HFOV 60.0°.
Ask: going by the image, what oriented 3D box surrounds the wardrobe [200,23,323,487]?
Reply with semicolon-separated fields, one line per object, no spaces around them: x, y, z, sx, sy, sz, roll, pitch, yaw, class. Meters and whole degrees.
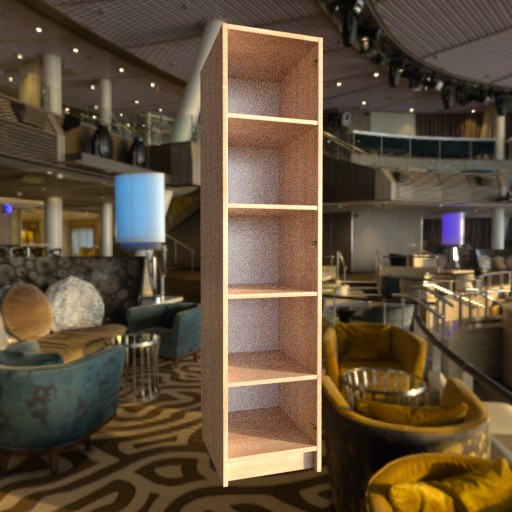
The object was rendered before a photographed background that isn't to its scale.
0.000;0.000;2.373;0.496;2.117;0.588;0;1;-17;wardrobe
